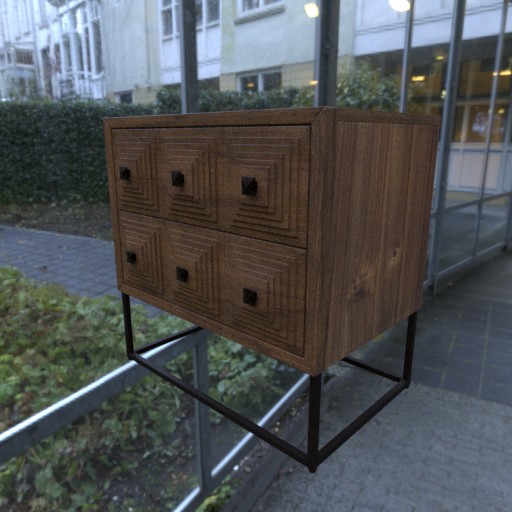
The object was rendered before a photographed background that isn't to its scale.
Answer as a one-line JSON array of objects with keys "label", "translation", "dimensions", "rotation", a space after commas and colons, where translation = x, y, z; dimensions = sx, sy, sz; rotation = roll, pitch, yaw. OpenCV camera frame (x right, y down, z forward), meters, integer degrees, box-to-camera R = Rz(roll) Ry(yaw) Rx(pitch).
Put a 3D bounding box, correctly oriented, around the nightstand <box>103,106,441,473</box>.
[{"label": "nightstand", "translation": [0.000, 0.000, 1.017], "dimensions": [0.610, 0.610, 0.437], "rotation": [14, 20, 41]}]
